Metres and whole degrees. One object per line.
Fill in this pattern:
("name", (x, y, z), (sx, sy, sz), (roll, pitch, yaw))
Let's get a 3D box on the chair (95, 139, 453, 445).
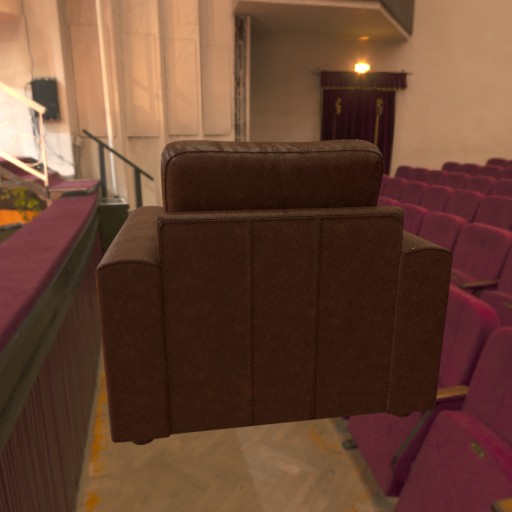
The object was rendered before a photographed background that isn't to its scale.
("chair", (0.000, 0.000, 1.713), (1.005, 0.873, 1.016), (-2, 15, -9))
